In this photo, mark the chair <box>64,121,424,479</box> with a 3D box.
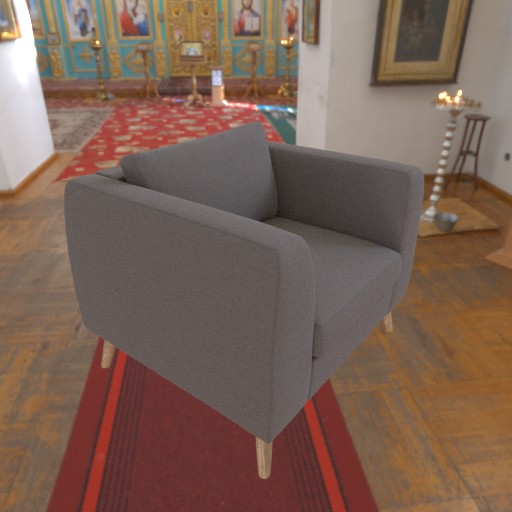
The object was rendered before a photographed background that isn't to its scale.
[{"bbox_3d":[0.000,0.000,1.686,0.930,0.860,1.000,19,32,33],"label":"chair"}]
